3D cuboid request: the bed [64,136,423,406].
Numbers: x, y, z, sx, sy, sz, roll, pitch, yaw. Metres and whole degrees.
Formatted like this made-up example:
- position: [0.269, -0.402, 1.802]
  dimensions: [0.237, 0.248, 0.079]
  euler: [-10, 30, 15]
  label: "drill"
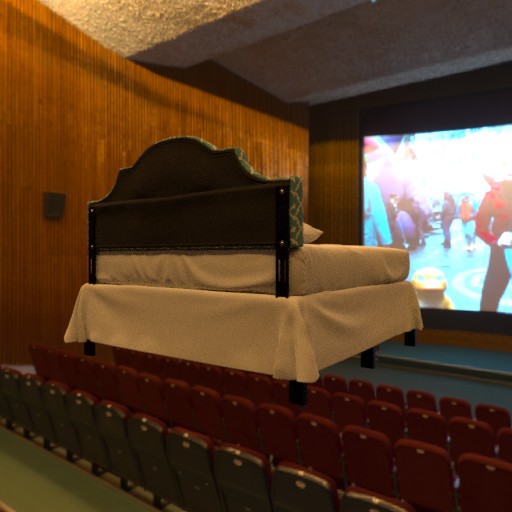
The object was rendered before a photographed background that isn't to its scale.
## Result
- position: [0.000, 0.000, 3.765]
  dimensions: [2.314, 1.601, 2.222]
  euler: [0, 0, 37]
  label: "bed"
